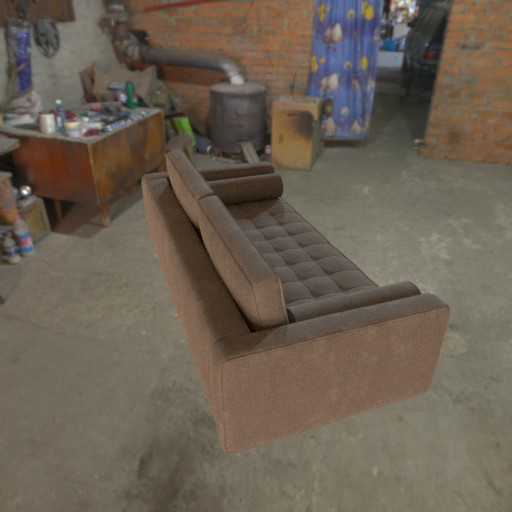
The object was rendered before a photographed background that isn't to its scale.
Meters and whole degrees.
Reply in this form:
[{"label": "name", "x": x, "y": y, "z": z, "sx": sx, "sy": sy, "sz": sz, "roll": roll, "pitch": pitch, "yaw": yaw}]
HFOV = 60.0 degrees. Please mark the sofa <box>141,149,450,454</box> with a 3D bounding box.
[{"label": "sofa", "x": 0.000, "y": 0.000, "z": 2.337, "sx": 0.920, "sy": 0.769, "sz": 1.883, "roll": -10, "pitch": 31, "yaw": -17}]
